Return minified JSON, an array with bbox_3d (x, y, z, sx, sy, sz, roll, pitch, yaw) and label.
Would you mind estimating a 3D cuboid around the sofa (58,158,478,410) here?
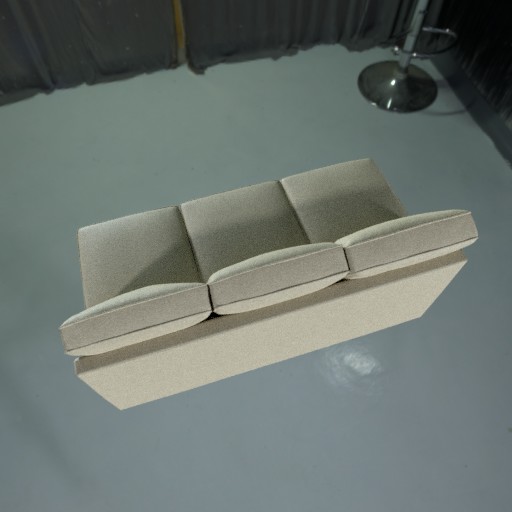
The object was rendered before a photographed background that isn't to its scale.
[{"bbox_3d":[0.000,0.000,2.541,1.962,0.973,1.027,-15,60,-9],"label":"sofa"}]
